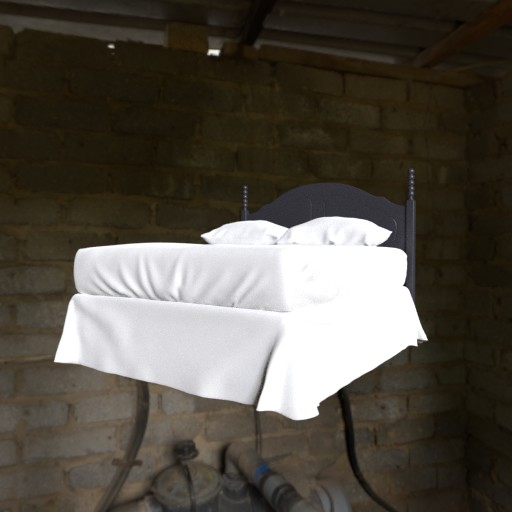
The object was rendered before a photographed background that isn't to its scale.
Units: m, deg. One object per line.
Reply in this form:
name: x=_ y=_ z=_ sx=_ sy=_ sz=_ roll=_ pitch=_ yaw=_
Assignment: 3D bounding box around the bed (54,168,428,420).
bed: x=0.000 y=0.000 z=3.103 sx=1.873 sy=1.356 sz=2.040 roll=1 pitch=1 yaw=34
